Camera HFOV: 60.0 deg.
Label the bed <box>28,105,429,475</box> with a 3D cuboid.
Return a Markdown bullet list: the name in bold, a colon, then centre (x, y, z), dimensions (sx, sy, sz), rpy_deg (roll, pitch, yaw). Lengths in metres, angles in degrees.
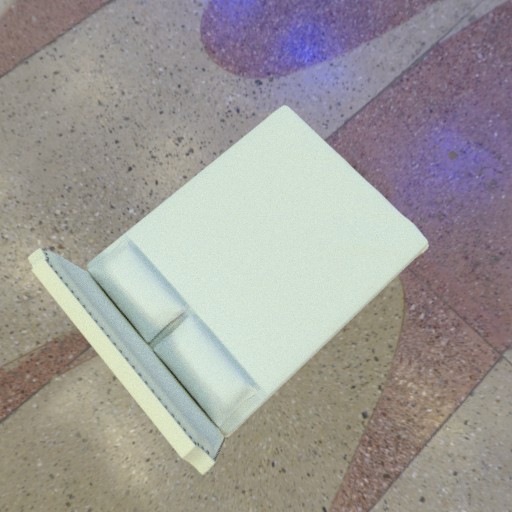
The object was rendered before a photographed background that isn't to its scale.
- **bed**: centre (0.000, 0.000, 3.363), dimensions (2.329, 1.415, 1.703), rpy_deg (-41, 79, -10)
